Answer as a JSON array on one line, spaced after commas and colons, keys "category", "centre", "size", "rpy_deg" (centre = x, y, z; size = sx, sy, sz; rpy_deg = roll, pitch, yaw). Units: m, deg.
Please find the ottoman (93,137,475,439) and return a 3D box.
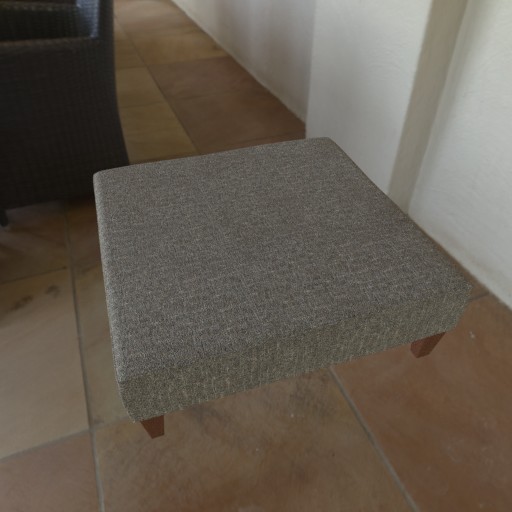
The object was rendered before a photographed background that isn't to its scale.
[{"category": "ottoman", "centre": [0.000, 0.000, 1.572], "size": [1.016, 0.379, 0.981], "rpy_deg": [-12, 43, -14]}]
